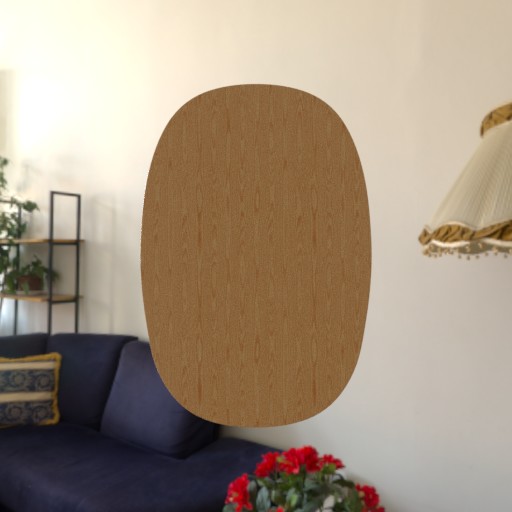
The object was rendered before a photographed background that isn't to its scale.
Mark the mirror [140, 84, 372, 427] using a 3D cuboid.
[{"bbox_3d":[0.000,0.000,1.403,0.724,1.075,0.037,0,0,0],"label":"mirror"}]
